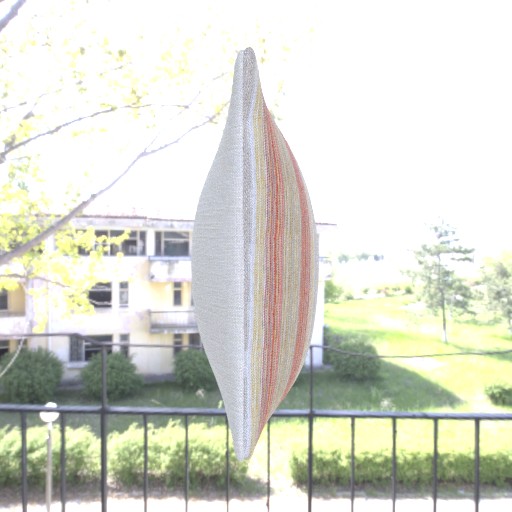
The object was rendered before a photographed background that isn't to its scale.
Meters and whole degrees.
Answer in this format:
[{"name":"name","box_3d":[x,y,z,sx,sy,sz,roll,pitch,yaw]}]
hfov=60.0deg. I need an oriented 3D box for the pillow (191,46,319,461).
[{"name":"pillow","box_3d":[0.000,0.000,0.688,0.191,0.449,0.451,0,1,1]}]
